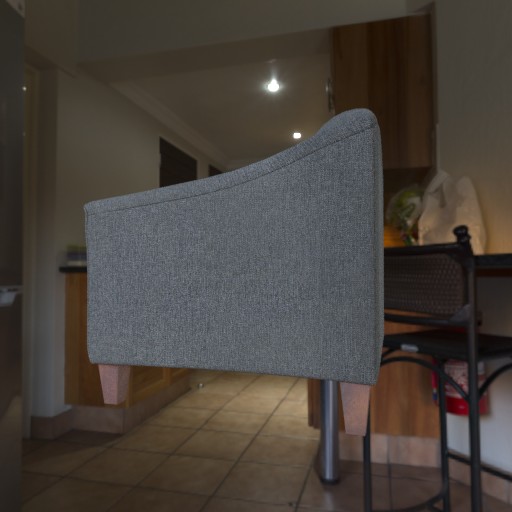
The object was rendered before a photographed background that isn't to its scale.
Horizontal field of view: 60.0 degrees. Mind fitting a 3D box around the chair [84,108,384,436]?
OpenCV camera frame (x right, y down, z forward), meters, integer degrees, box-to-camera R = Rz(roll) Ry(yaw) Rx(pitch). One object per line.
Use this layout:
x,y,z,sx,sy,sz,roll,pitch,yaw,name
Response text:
0.000,0.000,1.443,0.787,0.839,0.763,0,-1,17,chair
